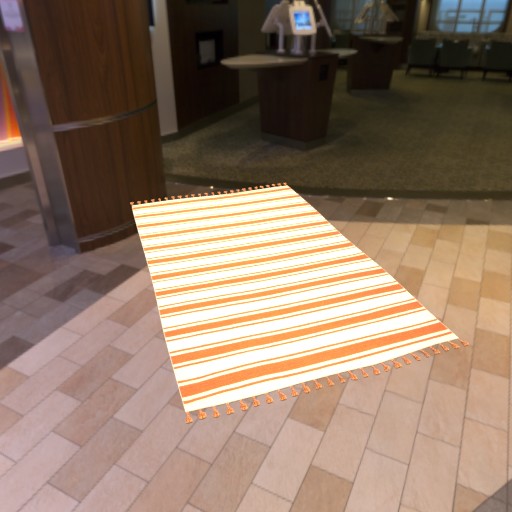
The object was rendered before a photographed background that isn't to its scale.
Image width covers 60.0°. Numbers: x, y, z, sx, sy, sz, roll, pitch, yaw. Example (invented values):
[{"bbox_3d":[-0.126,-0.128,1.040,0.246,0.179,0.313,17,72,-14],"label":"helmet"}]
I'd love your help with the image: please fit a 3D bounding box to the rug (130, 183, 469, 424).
[{"bbox_3d":[0.000,0.000,2.567,1.232,0.017,2.092,-10,31,-16],"label":"rug"}]
